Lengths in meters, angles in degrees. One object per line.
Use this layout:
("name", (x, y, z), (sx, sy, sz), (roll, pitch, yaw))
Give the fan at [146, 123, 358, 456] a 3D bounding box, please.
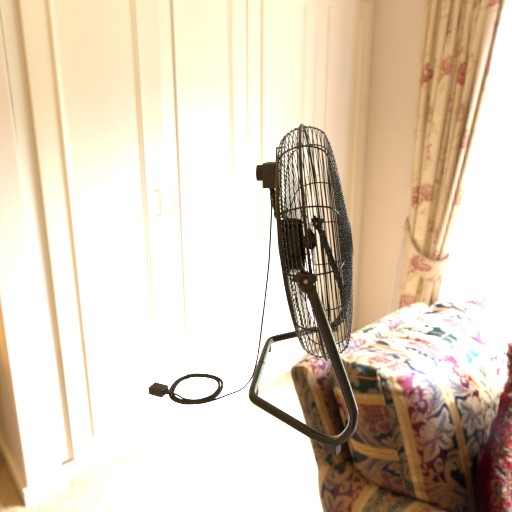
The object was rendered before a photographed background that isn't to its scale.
("fan", (0.000, 0.000, 0.955), (0.424, 0.546, 0.555), (2, 15, 9))
